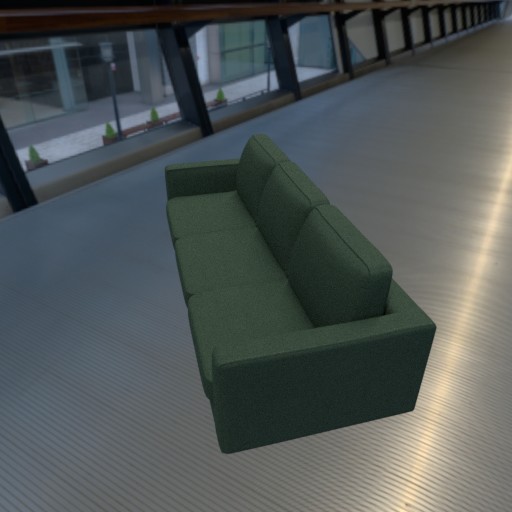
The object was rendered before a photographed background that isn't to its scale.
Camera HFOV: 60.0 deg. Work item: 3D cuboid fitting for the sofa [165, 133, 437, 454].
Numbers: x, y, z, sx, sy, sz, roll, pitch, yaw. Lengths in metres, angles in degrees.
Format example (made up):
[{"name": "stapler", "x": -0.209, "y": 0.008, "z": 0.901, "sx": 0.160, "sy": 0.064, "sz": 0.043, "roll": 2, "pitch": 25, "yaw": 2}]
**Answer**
[{"name": "sofa", "x": 0.000, "y": 0.000, "z": 2.521, "sx": 0.879, "sy": 0.899, "sz": 2.029, "roll": -8, "pitch": 32, "yaw": -13}]
